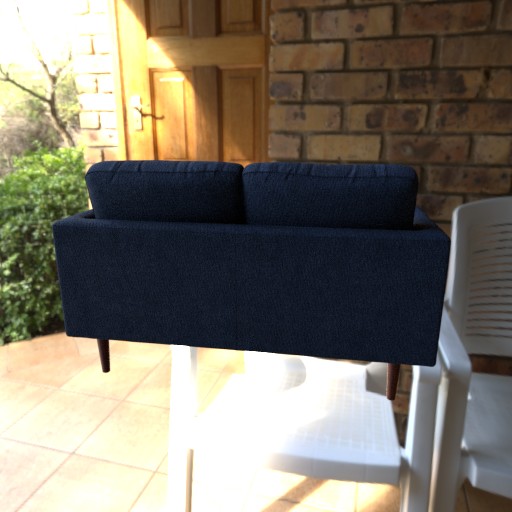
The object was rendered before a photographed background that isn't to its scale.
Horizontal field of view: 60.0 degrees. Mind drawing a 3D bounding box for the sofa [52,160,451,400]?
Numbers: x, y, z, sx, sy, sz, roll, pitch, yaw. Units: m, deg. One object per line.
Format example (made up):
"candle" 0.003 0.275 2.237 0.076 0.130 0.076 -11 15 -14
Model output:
"sofa" 0.000 0.000 2.155 1.582 0.944 0.903 3 17 9
